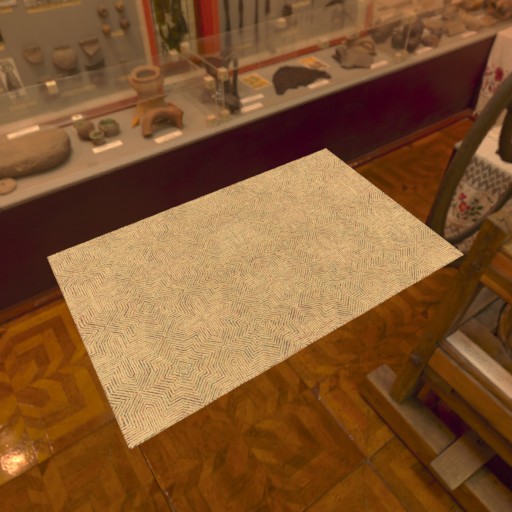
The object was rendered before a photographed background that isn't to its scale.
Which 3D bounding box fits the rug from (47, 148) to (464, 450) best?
[{"bbox_3d":[0.000,0.000,3.042,2.428,0.007,1.519,-25,52,-21],"label":"rug"}]
